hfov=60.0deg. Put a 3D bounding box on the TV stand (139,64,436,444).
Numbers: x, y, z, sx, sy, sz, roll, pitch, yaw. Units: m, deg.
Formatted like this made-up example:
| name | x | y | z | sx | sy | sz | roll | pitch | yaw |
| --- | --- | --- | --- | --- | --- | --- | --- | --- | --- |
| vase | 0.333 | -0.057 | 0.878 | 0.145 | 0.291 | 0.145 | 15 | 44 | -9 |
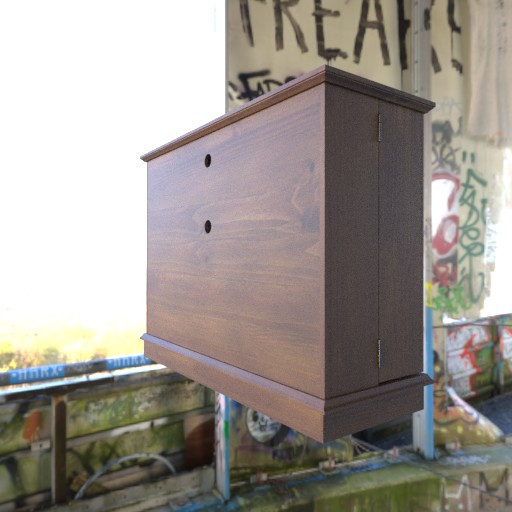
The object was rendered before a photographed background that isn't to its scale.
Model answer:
| name | x | y | z | sx | sy | sz | roll | pitch | yaw |
| --- | --- | --- | --- | --- | --- | --- | --- | --- | --- |
| TV stand | 0.000 | 0.000 | 1.489 | 0.406 | 0.813 | 1.067 | 0 | 0 | -36 |
